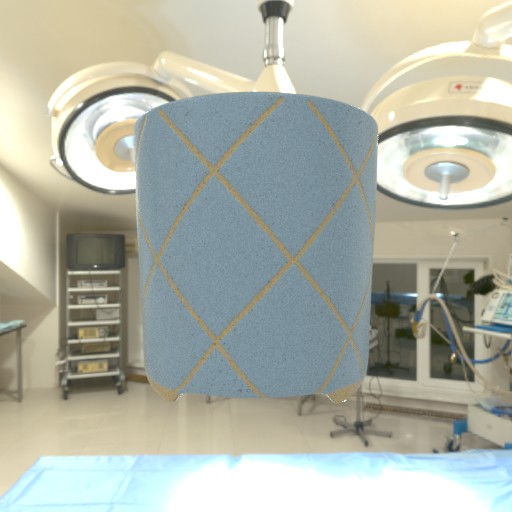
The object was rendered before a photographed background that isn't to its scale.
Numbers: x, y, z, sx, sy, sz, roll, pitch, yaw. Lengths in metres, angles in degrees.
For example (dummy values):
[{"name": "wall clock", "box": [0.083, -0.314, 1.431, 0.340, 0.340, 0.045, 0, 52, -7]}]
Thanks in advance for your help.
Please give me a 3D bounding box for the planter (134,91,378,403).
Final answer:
[{"name": "planter", "box": [0.000, 0.000, 0.427, 0.227, 0.235, 0.227, 0, 0, 0]}]
